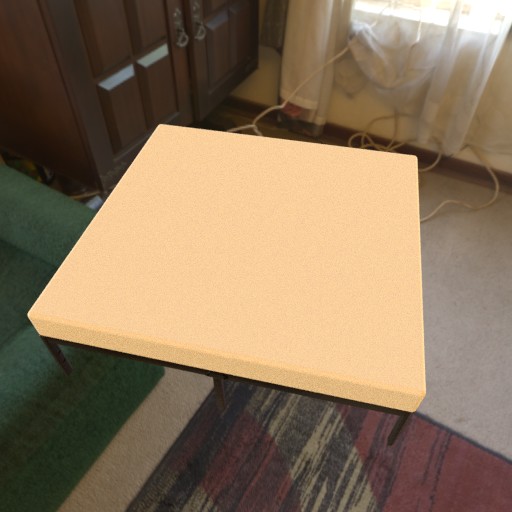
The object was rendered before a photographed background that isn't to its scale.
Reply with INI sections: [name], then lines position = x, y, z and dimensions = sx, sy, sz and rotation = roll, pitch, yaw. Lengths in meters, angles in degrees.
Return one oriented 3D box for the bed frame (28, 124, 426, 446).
[bed frame]
position = 0.000, 0.000, 3.076
dimensions = 2.079, 0.659, 1.963
rotation = 9, 48, 9
